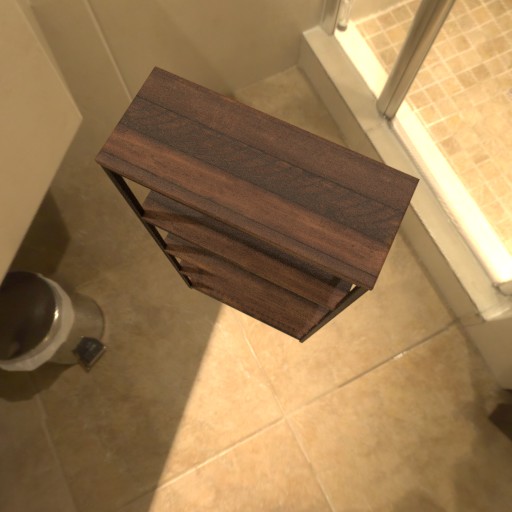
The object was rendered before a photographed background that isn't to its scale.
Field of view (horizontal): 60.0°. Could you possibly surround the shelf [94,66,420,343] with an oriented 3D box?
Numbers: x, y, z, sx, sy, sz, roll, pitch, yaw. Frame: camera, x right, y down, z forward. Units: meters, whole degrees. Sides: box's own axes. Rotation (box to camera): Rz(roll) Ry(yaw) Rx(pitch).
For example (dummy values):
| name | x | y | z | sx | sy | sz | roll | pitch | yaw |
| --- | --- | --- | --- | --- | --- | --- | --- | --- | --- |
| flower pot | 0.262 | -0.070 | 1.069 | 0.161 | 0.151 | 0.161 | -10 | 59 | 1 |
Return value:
| name | x | y | z | sx | sy | sz | roll | pitch | yaw |
| --- | --- | --- | --- | --- | --- | --- | --- | --- | --- |
| shelf | 0.000 | 0.000 | 2.179 | 0.874 | 1.860 | 0.359 | 25 | 76 | 7 |
